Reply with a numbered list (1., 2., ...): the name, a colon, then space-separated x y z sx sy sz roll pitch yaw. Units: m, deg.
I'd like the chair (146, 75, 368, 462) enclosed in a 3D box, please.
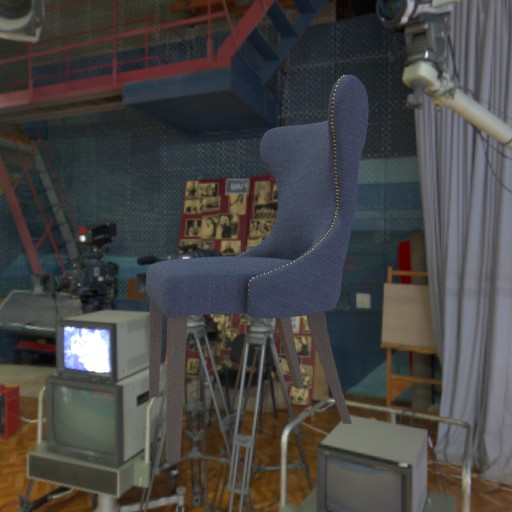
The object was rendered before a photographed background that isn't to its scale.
1. chair: 0.000 0.000 1.382 0.635 0.967 0.628 0 1 -18
